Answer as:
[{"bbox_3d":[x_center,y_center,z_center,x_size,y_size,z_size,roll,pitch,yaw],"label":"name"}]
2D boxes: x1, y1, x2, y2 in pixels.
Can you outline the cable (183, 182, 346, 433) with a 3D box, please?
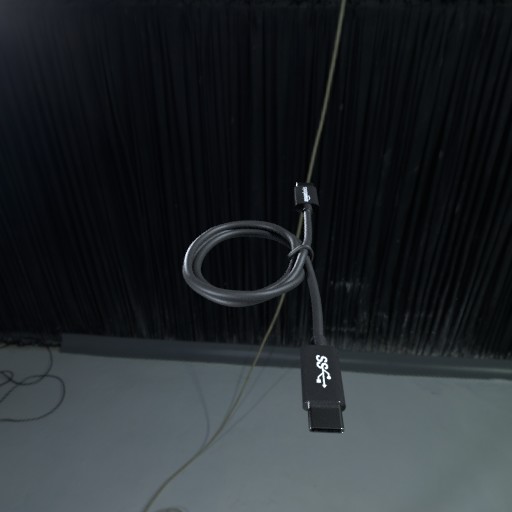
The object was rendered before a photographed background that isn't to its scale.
[{"bbox_3d":[0.000,0.000,0.215,0.070,0.014,0.186,1,33,2],"label":"cable"}]
